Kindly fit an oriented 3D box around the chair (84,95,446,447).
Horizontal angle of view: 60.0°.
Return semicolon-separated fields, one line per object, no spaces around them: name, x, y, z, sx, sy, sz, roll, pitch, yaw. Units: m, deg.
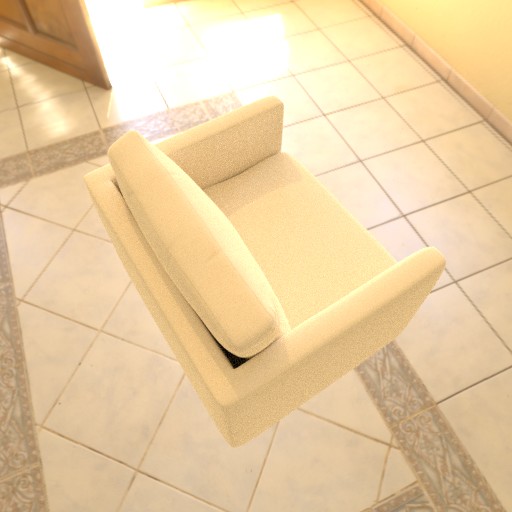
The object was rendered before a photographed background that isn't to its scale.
chair;0.000;0.000;1.710;0.878;0.885;1.019;-29;62;-17
